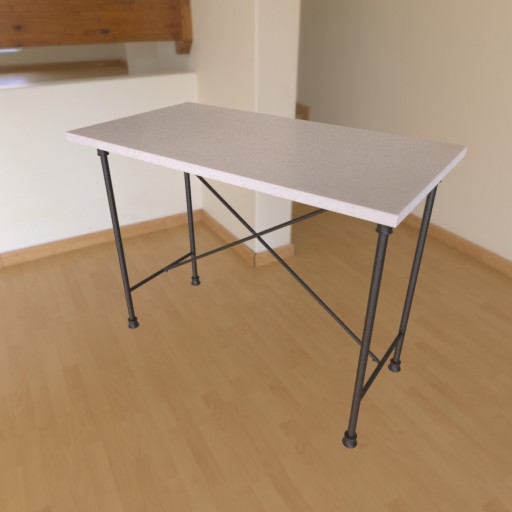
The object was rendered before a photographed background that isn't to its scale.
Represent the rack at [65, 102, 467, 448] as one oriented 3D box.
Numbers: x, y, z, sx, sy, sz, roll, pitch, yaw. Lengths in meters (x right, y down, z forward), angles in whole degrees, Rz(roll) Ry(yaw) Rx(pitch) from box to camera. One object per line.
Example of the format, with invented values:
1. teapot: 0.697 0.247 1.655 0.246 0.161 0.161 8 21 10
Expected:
1. rack: 0.000 0.000 1.655 1.159 0.880 0.613 20 36 30
